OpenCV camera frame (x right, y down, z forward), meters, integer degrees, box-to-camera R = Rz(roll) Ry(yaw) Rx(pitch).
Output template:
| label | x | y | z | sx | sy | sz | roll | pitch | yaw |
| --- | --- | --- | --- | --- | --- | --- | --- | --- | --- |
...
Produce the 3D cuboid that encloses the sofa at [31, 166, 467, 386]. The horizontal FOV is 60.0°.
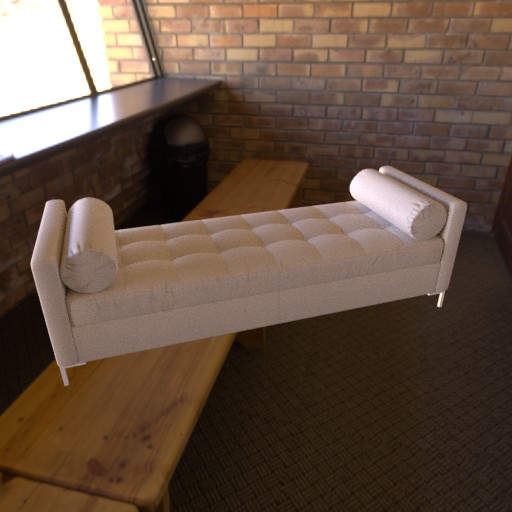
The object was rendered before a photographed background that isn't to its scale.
| label | x | y | z | sx | sy | sz | roll | pitch | yaw |
| --- | --- | --- | --- | --- | --- | --- | --- | --- | --- |
| sofa | 0.000 | 0.000 | 2.330 | 1.981 | 0.635 | 0.686 | -9 | 29 | -16 |
